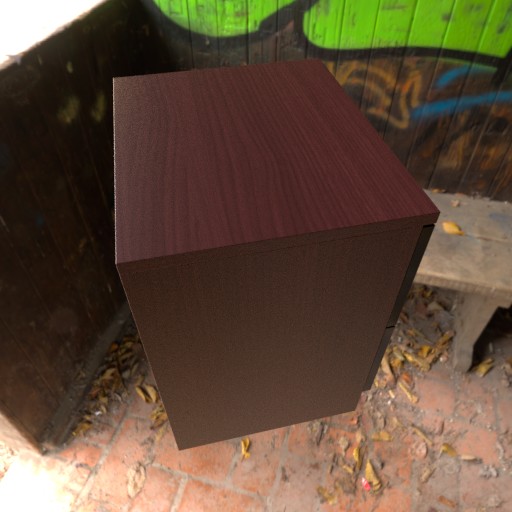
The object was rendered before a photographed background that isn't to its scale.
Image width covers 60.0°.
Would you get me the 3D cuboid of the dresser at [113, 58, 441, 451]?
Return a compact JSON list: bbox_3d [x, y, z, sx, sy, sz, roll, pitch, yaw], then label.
[{"bbox_3d":[0.000,0.000,0.746,0.360,0.470,0.400,-9,47,-9],"label":"dresser"}]
